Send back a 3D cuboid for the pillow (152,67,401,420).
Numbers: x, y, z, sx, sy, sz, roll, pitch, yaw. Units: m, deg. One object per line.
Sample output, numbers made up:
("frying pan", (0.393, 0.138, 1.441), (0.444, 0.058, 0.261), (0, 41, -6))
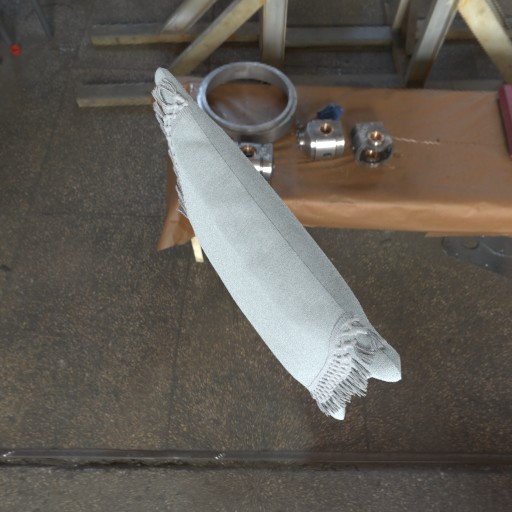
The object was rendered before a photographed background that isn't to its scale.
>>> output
("pillow", (0.000, 0.000, 0.604), (0.084, 0.305, 0.466), (-30, 66, -14))
